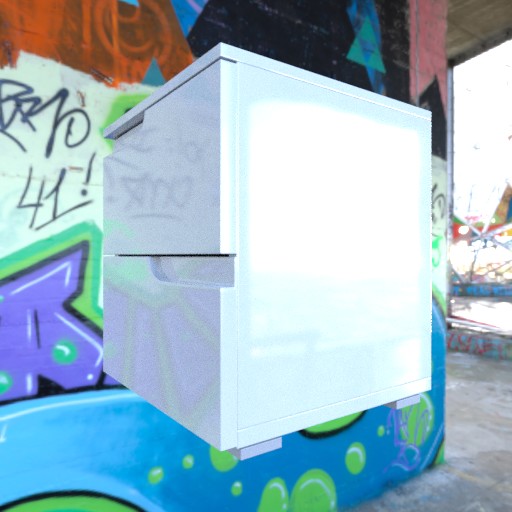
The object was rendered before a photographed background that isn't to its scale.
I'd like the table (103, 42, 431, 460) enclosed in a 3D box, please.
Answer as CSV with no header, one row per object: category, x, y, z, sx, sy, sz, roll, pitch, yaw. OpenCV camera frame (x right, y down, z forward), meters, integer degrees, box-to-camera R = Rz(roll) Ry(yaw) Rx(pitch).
table,0.000,0.000,0.774,0.400,0.470,0.420,0,0,-36
